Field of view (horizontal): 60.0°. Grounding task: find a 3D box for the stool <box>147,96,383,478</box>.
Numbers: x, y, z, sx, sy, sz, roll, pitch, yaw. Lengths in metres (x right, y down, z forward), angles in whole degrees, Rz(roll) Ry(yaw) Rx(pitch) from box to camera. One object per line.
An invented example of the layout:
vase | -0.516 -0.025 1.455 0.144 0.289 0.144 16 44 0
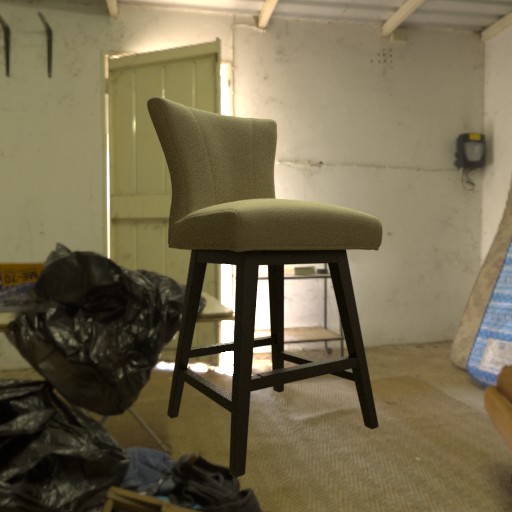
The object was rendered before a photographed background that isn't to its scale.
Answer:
stool | 0.000 0.000 1.360 0.514 1.000 0.574 -1 2 -35
